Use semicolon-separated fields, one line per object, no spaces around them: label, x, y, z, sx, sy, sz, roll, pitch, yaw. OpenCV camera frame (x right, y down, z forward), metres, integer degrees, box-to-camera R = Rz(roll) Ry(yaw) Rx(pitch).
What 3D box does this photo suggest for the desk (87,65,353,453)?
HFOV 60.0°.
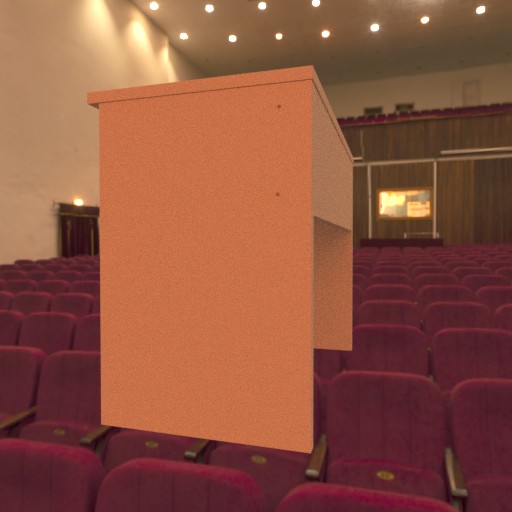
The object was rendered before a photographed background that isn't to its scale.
desk;0.000;0.000;1.334;0.498;0.729;0.900;0;1;17
